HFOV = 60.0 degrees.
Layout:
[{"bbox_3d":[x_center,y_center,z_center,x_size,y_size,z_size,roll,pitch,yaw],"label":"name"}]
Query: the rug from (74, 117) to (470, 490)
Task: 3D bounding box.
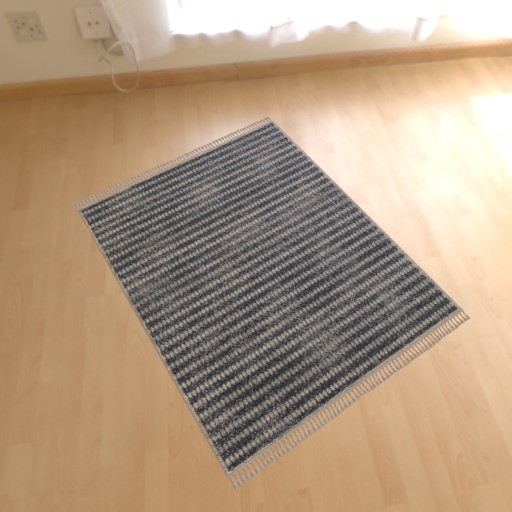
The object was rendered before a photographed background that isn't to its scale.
[{"bbox_3d":[0.000,0.000,3.904,2.256,0.013,2.910,-29,62,-17],"label":"rug"}]
